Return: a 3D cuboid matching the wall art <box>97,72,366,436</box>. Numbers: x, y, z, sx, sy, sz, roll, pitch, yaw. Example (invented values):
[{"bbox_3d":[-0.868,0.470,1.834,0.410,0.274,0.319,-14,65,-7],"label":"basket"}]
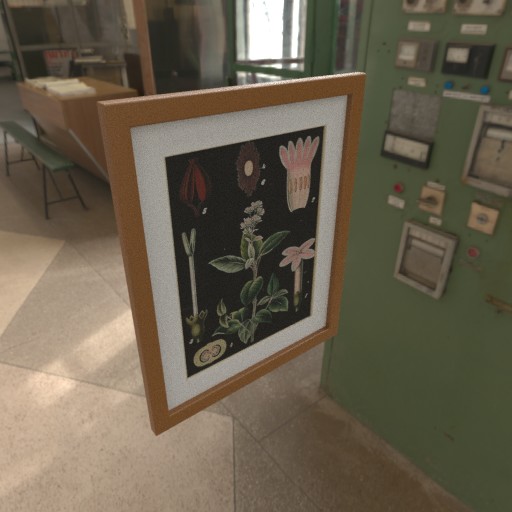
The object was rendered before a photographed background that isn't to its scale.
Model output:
[{"bbox_3d":[0.000,0.000,0.755,0.449,0.550,0.021,-21,35,-32],"label":"wall art"}]
